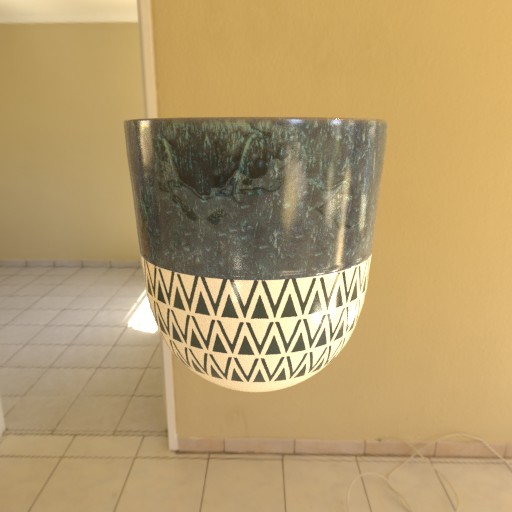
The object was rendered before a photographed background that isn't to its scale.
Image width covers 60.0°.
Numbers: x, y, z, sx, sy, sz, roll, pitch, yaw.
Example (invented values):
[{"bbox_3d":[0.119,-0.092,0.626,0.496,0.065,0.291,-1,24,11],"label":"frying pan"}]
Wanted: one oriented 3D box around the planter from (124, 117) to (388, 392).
[{"bbox_3d":[0.000,0.000,0.367,0.195,0.214,0.195,0,16,0],"label":"planter"}]
